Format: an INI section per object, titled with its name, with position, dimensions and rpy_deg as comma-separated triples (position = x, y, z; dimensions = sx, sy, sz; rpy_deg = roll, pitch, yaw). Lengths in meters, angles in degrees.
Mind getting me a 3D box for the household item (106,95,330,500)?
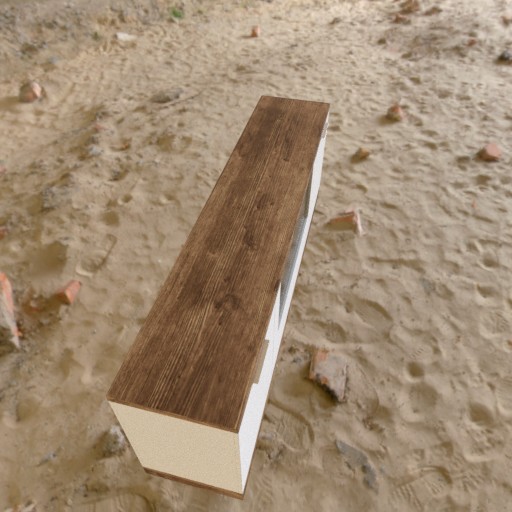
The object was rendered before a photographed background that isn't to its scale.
[household item]
position = 0.000, 0.000, 1.998
dimensions = 0.390, 0.615, 1.800
rpy_deg = 10, 47, 10
